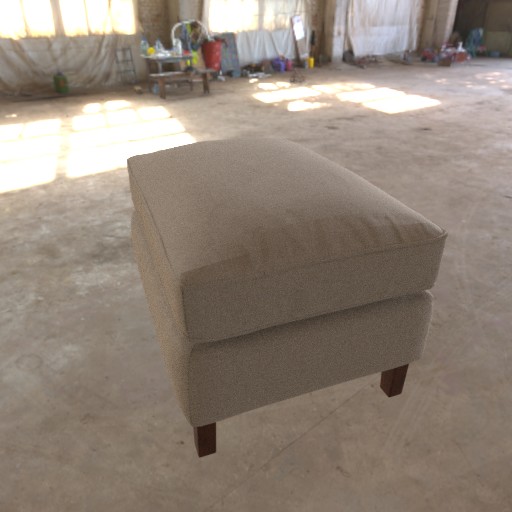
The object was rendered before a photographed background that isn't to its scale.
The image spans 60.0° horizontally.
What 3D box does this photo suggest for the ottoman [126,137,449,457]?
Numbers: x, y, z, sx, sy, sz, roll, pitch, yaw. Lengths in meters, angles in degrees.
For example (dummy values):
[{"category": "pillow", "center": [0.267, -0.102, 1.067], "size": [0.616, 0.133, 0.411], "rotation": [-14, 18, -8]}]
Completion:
[{"category": "ottoman", "center": [0.000, 0.000, 0.997], "size": [0.501, 0.456, 0.665], "rotation": [-10, 30, -18]}]
